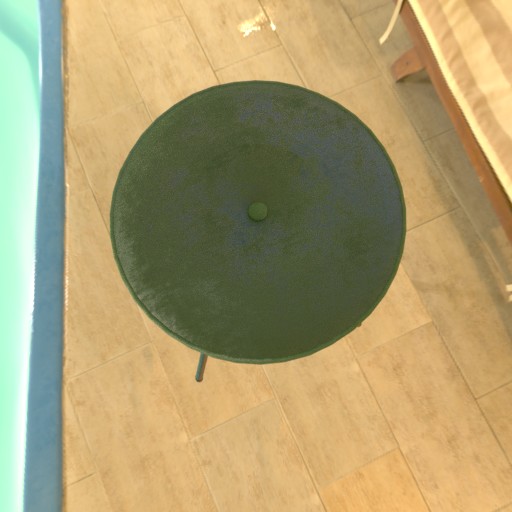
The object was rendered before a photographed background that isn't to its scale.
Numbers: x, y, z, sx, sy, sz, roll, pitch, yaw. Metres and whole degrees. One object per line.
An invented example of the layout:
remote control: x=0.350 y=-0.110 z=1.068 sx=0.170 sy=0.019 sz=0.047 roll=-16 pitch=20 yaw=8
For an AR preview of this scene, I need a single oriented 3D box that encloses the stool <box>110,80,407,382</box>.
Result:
stool: x=0.000 y=0.000 z=0.905 sx=0.457 sy=0.595 sz=0.430 roll=-18 pitch=77 yaw=-4
